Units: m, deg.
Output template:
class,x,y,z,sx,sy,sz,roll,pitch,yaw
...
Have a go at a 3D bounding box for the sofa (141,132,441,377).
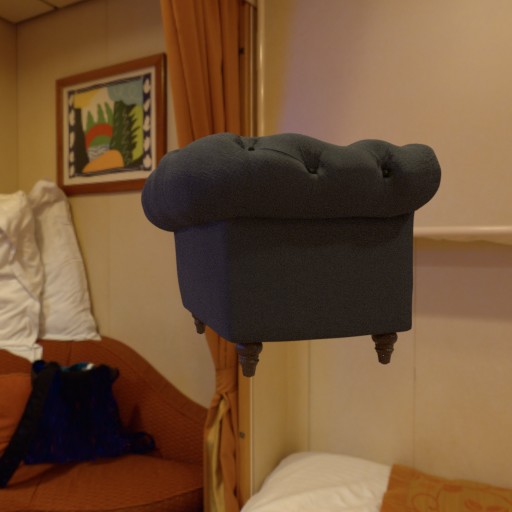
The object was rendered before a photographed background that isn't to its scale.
class,x,y,z,sx,sy,sz,roll,pitch,yaw
sofa,0.000,0.000,2.095,1.032,0.878,1.405,0,1,-19
